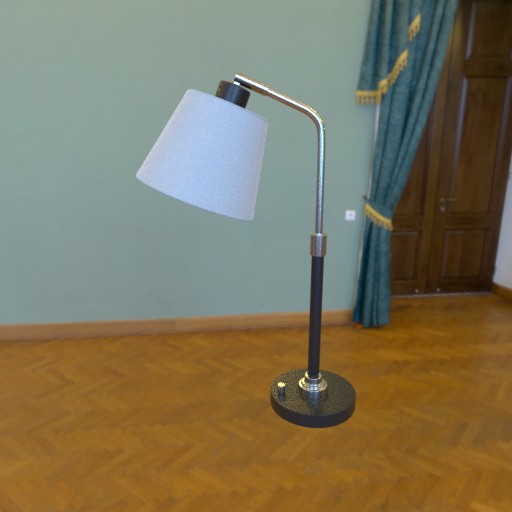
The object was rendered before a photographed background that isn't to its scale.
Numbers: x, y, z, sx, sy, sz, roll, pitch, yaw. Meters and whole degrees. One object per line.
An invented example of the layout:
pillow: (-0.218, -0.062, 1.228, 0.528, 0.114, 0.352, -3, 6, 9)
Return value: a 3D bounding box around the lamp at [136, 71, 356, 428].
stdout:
lamp: (0.000, 0.000, 0.695, 0.348, 0.539, 0.181, -2, 15, -8)
